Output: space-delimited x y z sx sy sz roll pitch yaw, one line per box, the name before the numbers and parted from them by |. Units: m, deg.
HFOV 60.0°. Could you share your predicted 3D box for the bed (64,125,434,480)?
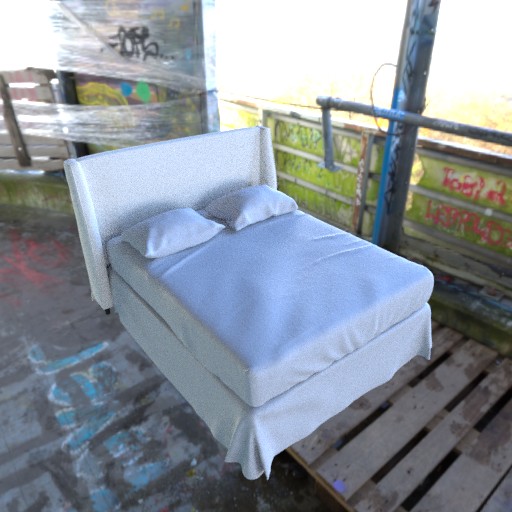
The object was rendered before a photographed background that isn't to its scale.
bed | 0.000 0.000 3.350 1.925 1.332 2.276 -21 35 -33
